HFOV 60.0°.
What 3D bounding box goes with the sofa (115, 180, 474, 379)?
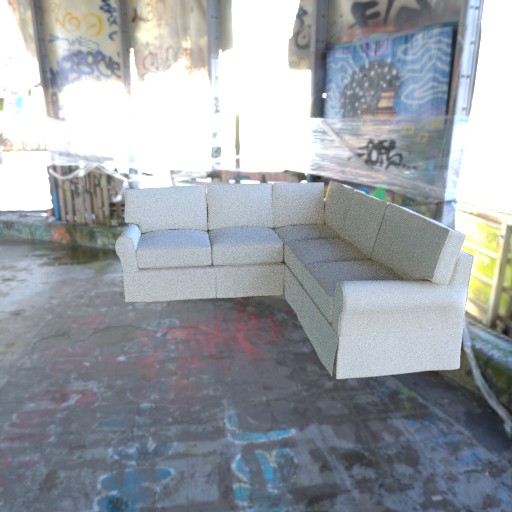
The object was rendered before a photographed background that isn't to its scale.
[{"bbox_3d":[0.000,0.000,4.045,2.591,1.070,2.597,-3,17,-8],"label":"sofa"}]
